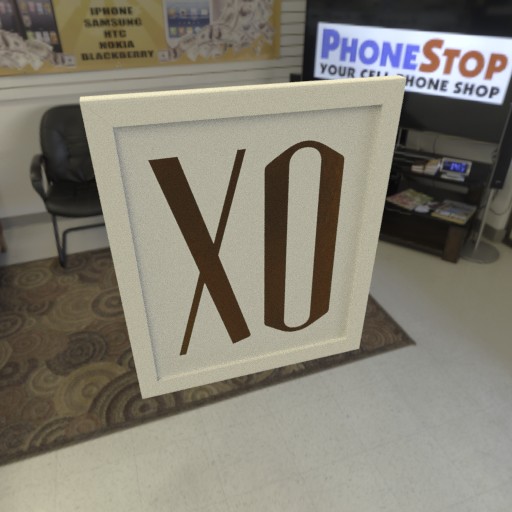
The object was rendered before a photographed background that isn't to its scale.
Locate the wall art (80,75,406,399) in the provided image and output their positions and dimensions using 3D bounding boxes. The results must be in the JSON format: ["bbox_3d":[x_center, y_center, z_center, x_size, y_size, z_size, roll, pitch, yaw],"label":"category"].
[{"bbox_3d":[0.000,0.000,0.734,0.444,0.536,0.020,-9,34,-14],"label":"wall art"}]
